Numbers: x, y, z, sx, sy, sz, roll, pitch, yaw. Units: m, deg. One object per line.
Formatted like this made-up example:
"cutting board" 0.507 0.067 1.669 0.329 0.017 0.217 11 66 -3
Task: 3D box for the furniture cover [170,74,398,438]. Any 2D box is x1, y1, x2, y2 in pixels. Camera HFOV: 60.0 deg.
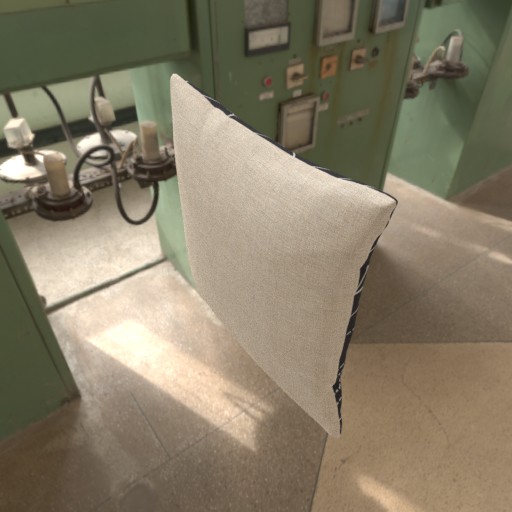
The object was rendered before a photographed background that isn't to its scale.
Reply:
"furniture cover" 0.000 0.000 0.797 0.158 0.508 0.517 -25 46 -26
